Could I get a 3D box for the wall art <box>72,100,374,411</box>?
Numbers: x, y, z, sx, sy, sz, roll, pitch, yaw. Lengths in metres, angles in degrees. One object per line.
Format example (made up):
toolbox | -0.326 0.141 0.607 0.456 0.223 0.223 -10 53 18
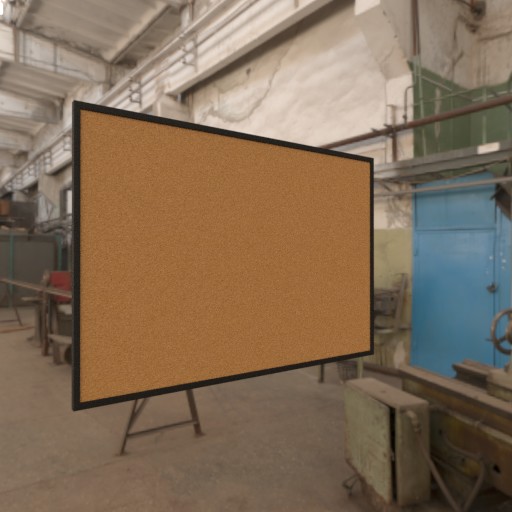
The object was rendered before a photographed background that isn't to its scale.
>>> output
wall art | 0.000 0.000 0.848 0.664 0.458 0.013 0 0 -35
